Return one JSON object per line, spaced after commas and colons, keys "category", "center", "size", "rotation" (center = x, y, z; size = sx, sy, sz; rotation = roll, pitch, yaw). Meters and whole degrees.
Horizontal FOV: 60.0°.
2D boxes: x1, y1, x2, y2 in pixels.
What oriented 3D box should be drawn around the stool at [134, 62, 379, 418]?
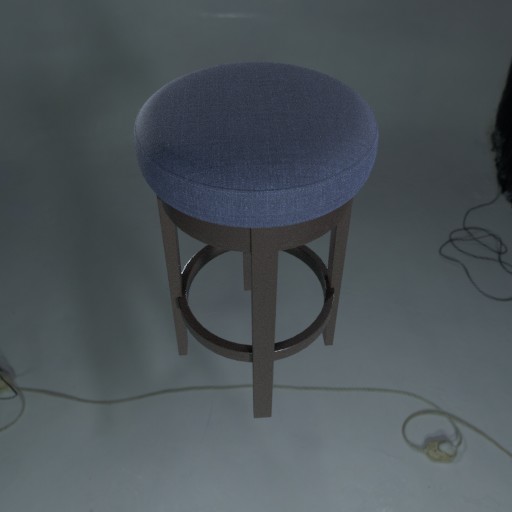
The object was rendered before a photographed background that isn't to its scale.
{"category": "stool", "center": [0.000, 0.000, 1.027], "size": [0.446, 0.758, 0.446], "rotation": [0, 47, 0]}
